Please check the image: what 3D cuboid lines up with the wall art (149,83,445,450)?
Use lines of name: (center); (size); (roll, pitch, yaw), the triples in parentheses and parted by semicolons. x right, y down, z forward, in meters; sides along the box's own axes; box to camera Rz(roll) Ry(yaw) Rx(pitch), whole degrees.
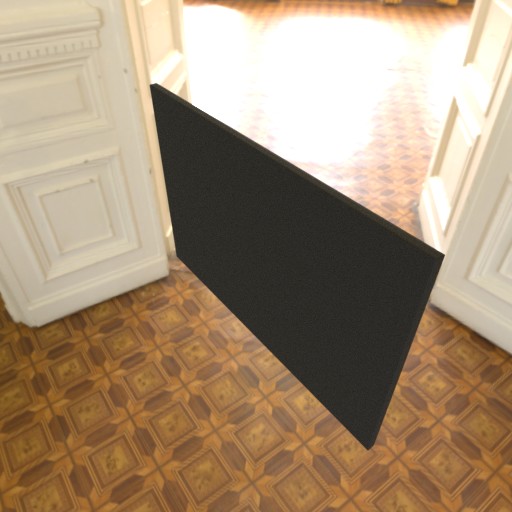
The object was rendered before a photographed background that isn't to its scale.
wall art: (0.000, 0.000, 1.215); (0.049, 0.659, 0.964); (-26, 48, -27)
